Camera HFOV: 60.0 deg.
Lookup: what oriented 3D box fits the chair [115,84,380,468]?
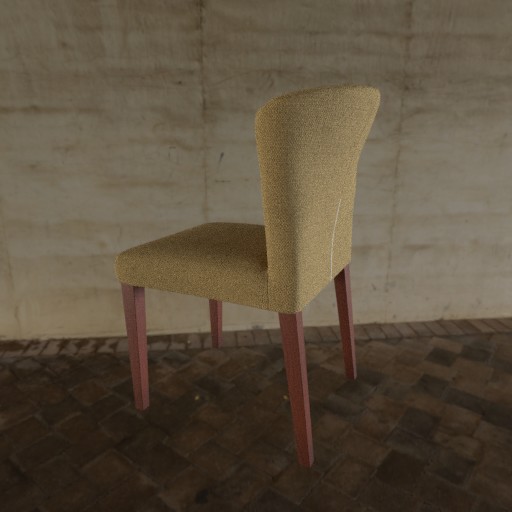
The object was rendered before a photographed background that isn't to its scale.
[{"bbox_3d":[0.000,0.000,1.196,0.589,0.839,0.491,7,17,25],"label":"chair"}]
